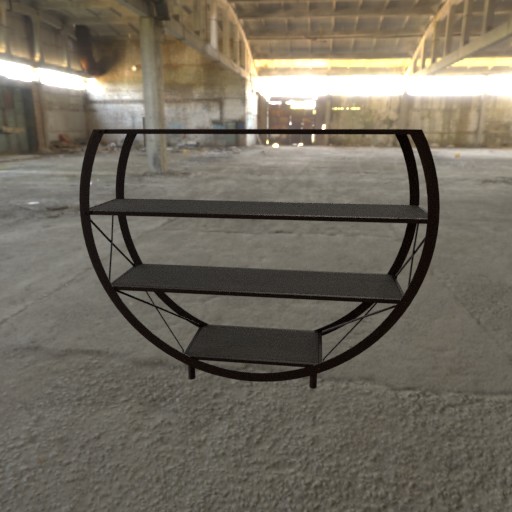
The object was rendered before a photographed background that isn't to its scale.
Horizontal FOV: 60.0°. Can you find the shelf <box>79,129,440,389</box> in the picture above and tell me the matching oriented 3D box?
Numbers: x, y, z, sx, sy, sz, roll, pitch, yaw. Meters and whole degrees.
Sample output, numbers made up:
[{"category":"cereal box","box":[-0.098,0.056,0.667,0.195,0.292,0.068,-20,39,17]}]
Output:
[{"category":"shelf","box":[0.000,0.000,1.932,1.403,1.063,0.344,2,16,7]}]
